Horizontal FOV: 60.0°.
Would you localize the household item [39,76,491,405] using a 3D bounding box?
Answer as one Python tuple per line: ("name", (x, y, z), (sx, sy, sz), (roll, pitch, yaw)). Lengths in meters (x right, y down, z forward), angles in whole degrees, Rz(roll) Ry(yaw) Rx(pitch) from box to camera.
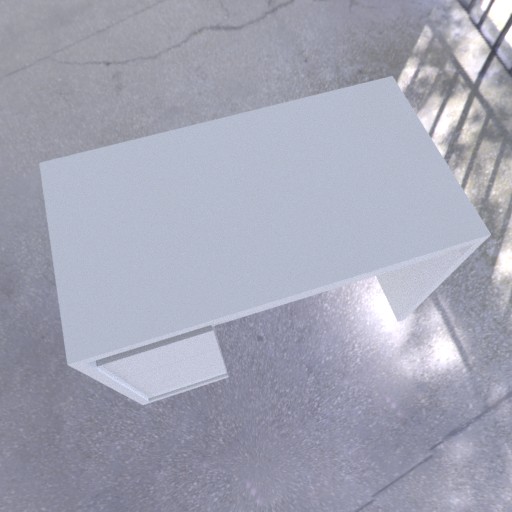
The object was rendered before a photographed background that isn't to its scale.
("household item", (0.000, 0.000, 1.545), (1.100, 0.749, 0.597), (-16, 66, -8))
